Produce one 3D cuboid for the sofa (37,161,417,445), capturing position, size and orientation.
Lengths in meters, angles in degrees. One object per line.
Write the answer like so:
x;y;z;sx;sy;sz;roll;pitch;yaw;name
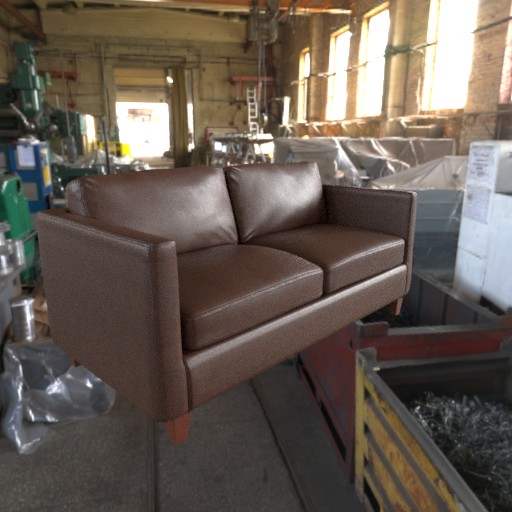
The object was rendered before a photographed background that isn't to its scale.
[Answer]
0.000;0.000;2.365;0.951;0.933;1.883;14;20;42;sofa
